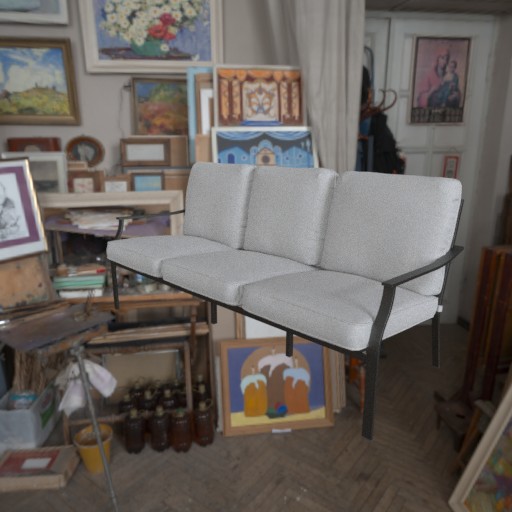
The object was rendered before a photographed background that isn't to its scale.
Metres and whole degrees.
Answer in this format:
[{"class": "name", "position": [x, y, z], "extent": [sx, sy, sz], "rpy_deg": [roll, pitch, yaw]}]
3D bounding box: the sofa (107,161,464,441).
[{"class": "sofa", "position": [0.000, 0.000, 2.218], "extent": [1.740, 0.860, 0.787], "rpy_deg": [14, 21, 42]}]
